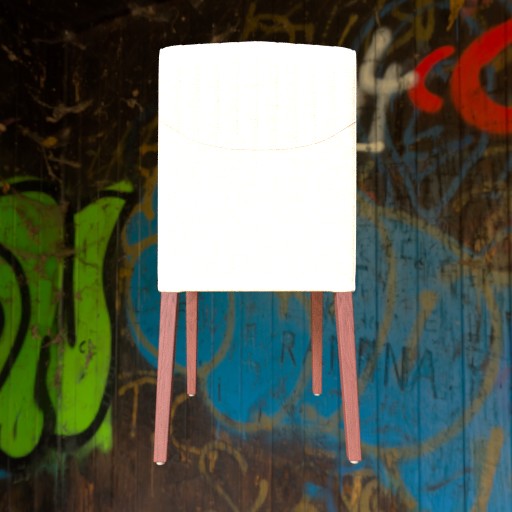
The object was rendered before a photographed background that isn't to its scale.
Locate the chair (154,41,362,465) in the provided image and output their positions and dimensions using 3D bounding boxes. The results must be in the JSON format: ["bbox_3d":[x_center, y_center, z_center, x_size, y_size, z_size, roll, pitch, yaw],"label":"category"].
[{"bbox_3d":[0.000,0.000,1.212,0.480,0.900,0.594,0,-2,-1],"label":"chair"}]
